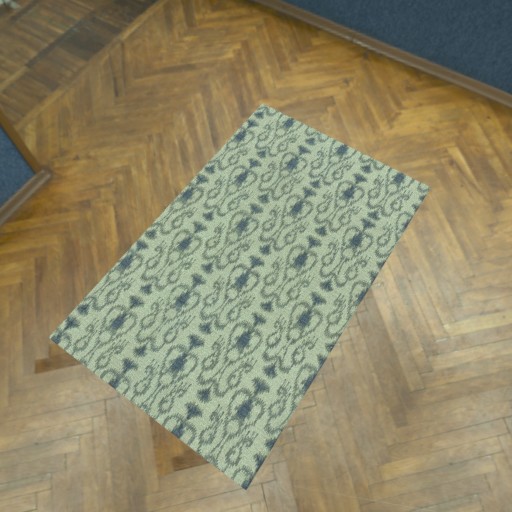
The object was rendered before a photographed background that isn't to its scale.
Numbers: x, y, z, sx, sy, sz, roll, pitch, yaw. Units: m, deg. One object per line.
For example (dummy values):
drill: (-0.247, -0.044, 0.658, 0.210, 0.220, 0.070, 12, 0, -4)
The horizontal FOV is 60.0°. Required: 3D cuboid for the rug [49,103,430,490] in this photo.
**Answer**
rug: (0.000, 0.000, 2.081, 1.035, 0.006, 1.652, 31, 67, 15)
